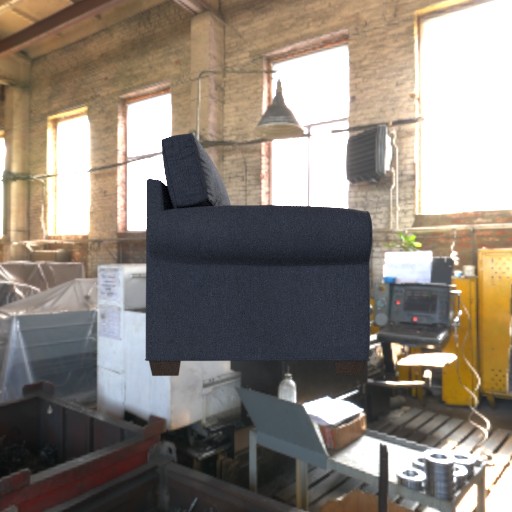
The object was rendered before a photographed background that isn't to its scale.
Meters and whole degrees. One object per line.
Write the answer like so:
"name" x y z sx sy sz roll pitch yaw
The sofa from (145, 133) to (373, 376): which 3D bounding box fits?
"sofa" 0.000 0.000 2.930 0.954 1.026 2.391 0 -1 -1
